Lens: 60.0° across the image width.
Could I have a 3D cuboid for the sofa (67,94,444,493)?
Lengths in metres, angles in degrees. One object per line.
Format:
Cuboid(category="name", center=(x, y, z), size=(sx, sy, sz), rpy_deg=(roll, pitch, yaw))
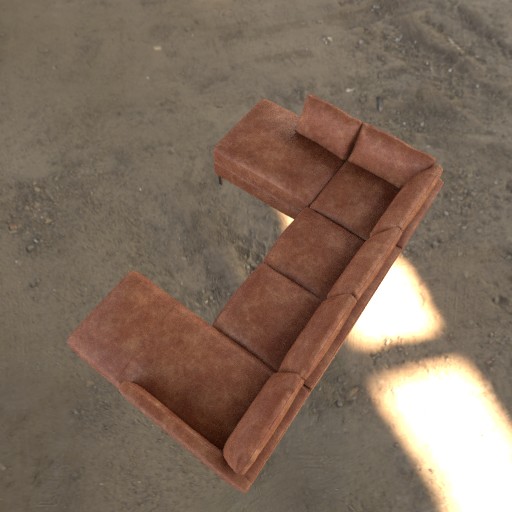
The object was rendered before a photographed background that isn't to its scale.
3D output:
Cuboid(category="sofa", center=(0.000, 0.000, 3.702), size=(1.939, 0.900, 2.956), rpy_deg=(33, 67, 15))
